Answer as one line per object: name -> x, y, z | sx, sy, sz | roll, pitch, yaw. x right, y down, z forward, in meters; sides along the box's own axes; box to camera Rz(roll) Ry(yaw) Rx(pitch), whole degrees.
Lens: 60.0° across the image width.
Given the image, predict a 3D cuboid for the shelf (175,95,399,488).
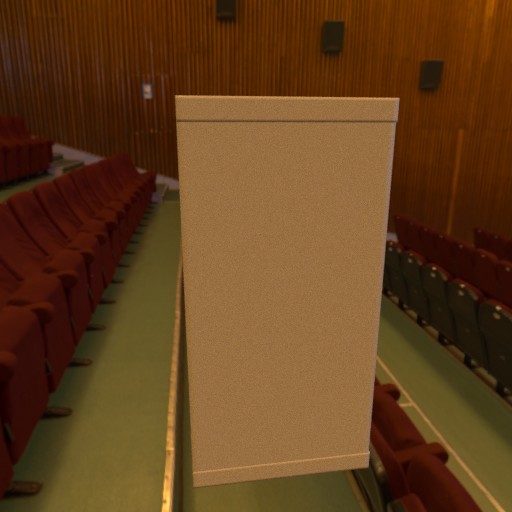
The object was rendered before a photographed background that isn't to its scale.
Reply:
shelf -> 0.000, 0.000, 1.237 | 0.390, 0.786, 0.790 | -2, 16, -8
